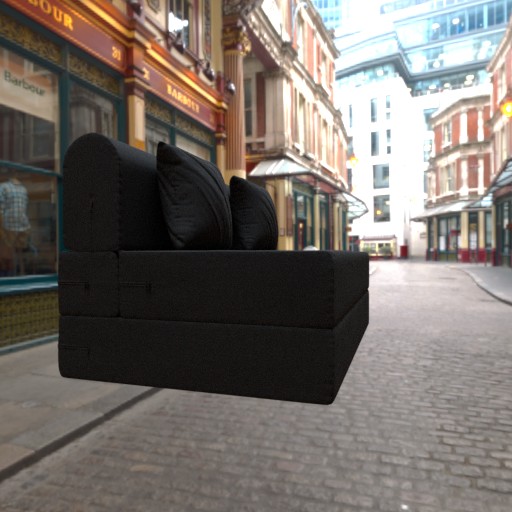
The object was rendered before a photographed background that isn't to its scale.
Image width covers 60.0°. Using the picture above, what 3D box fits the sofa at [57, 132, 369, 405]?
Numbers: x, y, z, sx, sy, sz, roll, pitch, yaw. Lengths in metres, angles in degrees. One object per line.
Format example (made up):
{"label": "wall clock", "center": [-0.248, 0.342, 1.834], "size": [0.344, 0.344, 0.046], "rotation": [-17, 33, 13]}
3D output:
{"label": "sofa", "center": [0.000, 0.000, 1.682], "size": [0.762, 0.670, 1.225], "rotation": [0, 0, 18]}
